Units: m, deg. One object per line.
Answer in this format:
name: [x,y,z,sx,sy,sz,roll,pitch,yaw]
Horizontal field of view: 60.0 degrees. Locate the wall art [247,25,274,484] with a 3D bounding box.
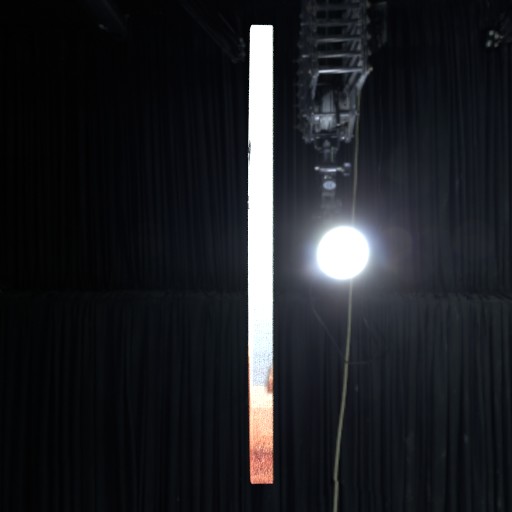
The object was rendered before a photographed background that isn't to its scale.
wall art: [0.000,0.000,1.115,0.042,0.760,0.760,0,-1,-1]
